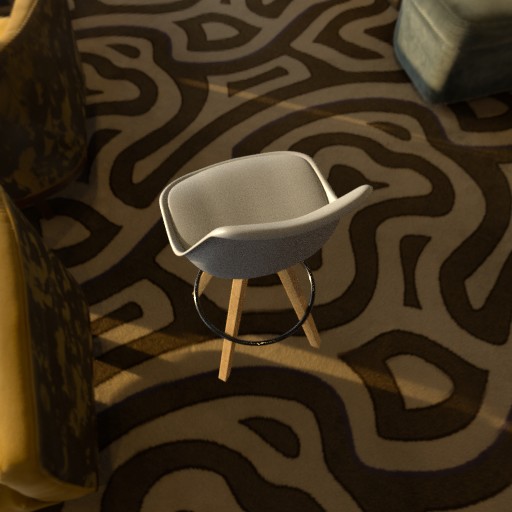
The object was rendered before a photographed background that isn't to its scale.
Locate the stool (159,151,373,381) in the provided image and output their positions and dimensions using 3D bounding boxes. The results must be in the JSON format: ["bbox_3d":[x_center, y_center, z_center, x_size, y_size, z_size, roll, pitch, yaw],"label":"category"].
[{"bbox_3d":[0.000,0.000,1.403,0.485,1.115,0.550,-17,61,-10],"label":"stool"}]
